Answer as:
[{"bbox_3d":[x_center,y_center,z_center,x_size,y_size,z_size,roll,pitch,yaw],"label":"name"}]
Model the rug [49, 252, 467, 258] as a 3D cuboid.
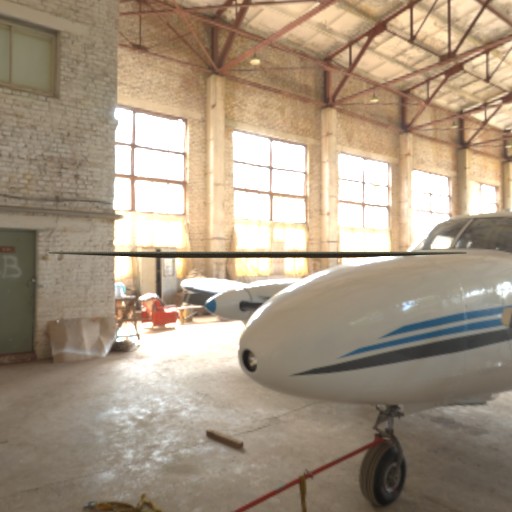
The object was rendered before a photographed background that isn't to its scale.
[{"bbox_3d":[0.000,0.000,3.986,2.363,0.012,2.980,0,-1,-1],"label":"rug"}]
